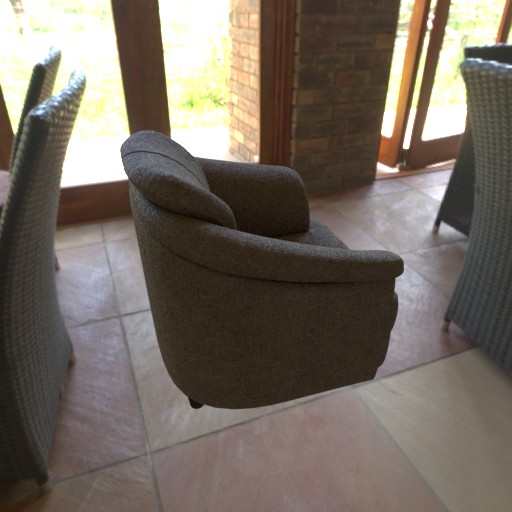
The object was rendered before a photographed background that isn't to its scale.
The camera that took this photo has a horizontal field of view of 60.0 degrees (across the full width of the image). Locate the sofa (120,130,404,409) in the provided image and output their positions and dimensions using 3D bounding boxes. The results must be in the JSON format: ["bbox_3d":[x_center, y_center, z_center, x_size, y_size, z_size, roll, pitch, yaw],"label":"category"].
[{"bbox_3d":[0.000,0.000,1.537,0.794,0.811,0.870,-9,31,-16],"label":"sofa"}]
